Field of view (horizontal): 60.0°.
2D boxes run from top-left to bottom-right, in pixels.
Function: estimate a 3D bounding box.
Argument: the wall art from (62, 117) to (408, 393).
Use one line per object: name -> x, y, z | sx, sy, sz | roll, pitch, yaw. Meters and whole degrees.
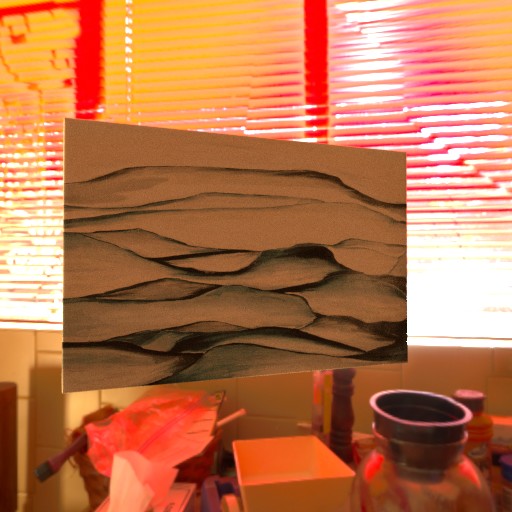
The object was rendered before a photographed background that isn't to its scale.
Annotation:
wall art -> 0.000, 0.000, 1.144 | 0.914, 0.609, 0.039 | 0, -1, -19
